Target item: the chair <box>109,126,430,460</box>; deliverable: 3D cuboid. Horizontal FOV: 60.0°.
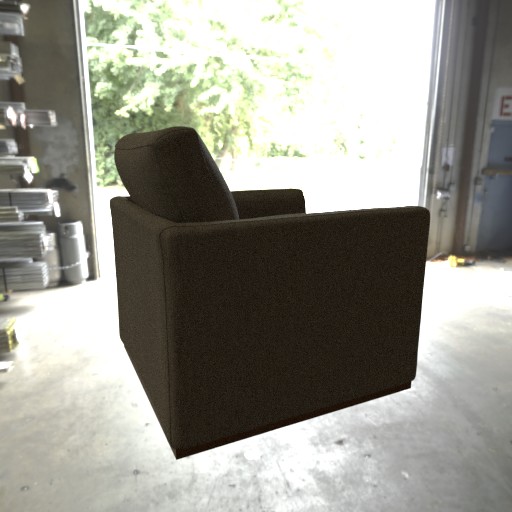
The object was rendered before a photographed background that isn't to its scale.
[{"bbox_3d":[0.000,0.000,1.502,0.834,0.811,0.763,-6,15,-25],"label":"chair"}]
